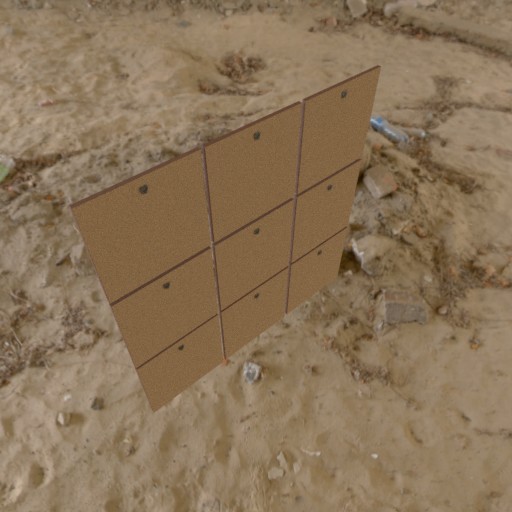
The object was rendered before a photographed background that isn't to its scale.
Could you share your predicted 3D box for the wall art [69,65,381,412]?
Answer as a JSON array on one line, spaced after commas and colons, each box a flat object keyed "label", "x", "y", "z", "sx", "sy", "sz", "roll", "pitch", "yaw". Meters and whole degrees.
[{"label": "wall art", "x": 0.000, "y": 0.000, "z": 1.824, "sx": 1.221, "sy": 1.218, "sz": 0.024, "roll": -32, "pitch": 55, "yaw": -26}]
